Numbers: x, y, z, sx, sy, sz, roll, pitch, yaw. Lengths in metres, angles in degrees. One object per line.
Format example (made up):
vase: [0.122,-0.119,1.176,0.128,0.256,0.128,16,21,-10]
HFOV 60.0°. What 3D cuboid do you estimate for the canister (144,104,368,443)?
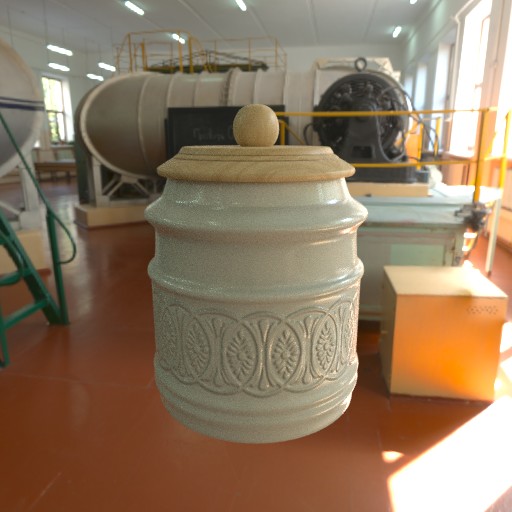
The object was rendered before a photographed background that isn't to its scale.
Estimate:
canister: [0.000,0.000,0.272,0.130,0.176,0.130,0,15,0]
